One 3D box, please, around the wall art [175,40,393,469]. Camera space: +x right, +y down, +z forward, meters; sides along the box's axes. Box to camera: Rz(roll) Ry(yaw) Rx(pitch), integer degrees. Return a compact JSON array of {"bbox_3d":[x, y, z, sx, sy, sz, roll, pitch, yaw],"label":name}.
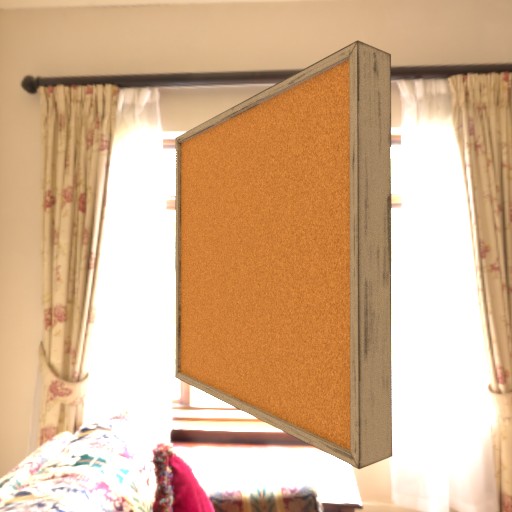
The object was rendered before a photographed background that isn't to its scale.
[{"bbox_3d":[0.000,0.000,0.447,0.036,0.303,0.303,1,-1,-35],"label":"wall art"}]
